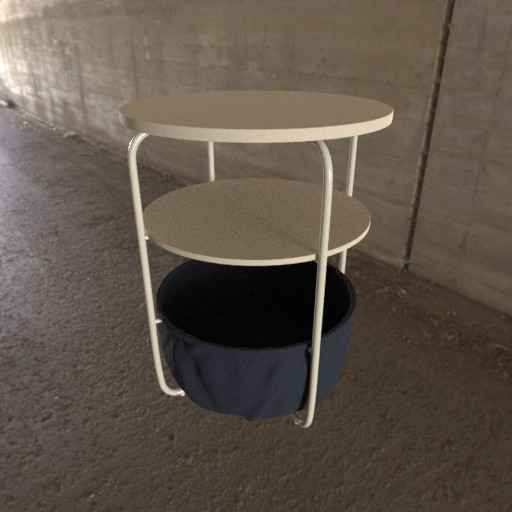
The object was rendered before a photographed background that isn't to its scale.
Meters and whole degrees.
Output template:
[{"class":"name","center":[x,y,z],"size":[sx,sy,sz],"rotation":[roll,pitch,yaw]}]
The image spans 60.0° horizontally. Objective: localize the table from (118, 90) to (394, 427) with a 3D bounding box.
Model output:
[{"class":"table","center":[0.000,0.000,0.817],"size":[0.418,0.532,0.418],"rotation":[8,27,16]}]
